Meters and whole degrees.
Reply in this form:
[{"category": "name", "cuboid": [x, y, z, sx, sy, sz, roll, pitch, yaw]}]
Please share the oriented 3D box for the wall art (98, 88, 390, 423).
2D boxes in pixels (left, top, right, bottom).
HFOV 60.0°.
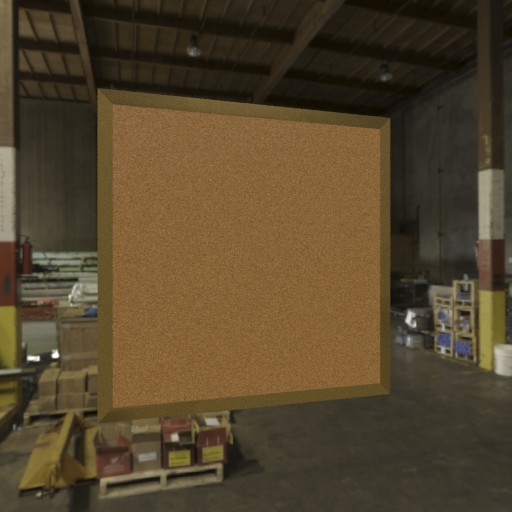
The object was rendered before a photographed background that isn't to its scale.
[{"category": "wall art", "cuboid": [0.000, 0.000, 1.134, 0.762, 0.762, 0.038, 0, 0, -17]}]
